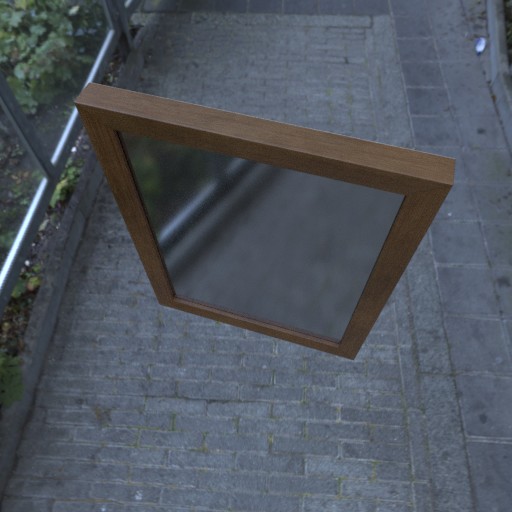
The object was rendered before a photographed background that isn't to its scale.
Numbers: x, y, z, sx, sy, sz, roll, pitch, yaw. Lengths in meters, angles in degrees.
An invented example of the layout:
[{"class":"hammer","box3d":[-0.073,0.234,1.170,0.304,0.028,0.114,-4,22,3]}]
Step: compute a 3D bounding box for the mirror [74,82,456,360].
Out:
[{"class":"mirror","box3d":[0.000,0.000,0.679,0.405,0.508,0.041,15,59,9]}]
